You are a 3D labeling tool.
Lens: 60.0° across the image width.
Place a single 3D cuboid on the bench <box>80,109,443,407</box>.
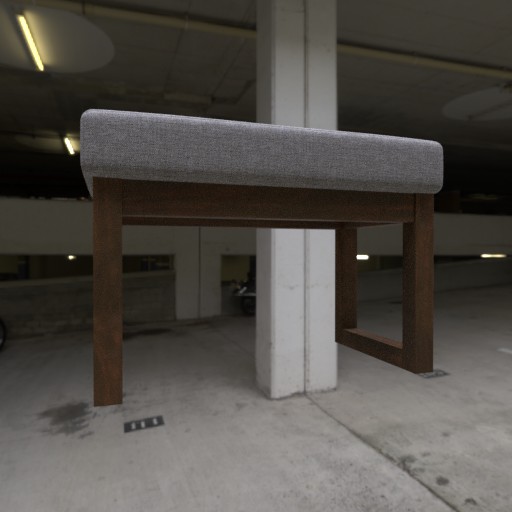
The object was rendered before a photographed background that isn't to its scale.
[{"bbox_3d":[0.000,0.000,0.948,0.681,0.467,0.366,0,1,-18],"label":"bench"}]
